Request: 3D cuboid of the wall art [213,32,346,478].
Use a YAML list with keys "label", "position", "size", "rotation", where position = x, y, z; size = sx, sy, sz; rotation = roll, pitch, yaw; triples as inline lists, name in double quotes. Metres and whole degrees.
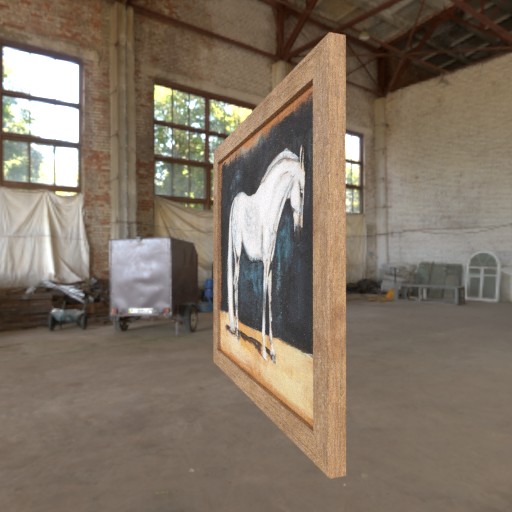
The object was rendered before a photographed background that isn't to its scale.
- label: "wall art"
  position: [0.000, 0.000, 0.914]
  size: [0.026, 0.588, 0.690]
  rotation: [0, 0, -18]
